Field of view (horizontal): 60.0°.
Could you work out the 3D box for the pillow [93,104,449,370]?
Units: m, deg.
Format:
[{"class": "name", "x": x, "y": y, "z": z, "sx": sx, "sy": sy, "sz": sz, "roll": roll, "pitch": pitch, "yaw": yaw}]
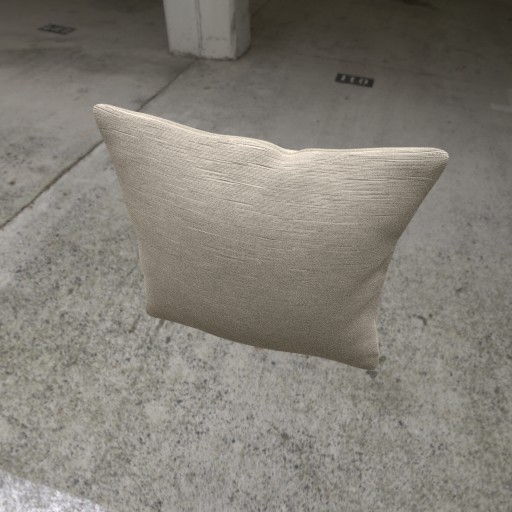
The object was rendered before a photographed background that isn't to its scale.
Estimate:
[{"class": "pillow", "x": 0.000, "y": 0.000, "z": 0.662, "sx": 0.437, "sy": 0.420, "sz": 0.162, "roll": 11, "pitch": 44, "yaw": 12}]
